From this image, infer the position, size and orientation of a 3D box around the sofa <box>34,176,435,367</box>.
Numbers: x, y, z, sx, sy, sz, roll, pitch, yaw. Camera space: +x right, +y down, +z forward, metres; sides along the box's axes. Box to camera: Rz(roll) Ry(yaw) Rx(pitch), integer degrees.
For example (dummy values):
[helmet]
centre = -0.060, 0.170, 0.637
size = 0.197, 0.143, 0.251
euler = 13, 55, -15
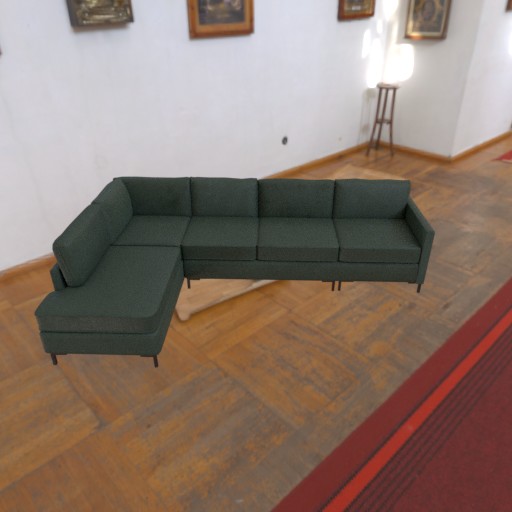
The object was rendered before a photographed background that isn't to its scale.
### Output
[sofa]
centre = 0.000, 0.000, 4.245
size = 3.384, 0.996, 2.048
euler = 1, 30, 2
